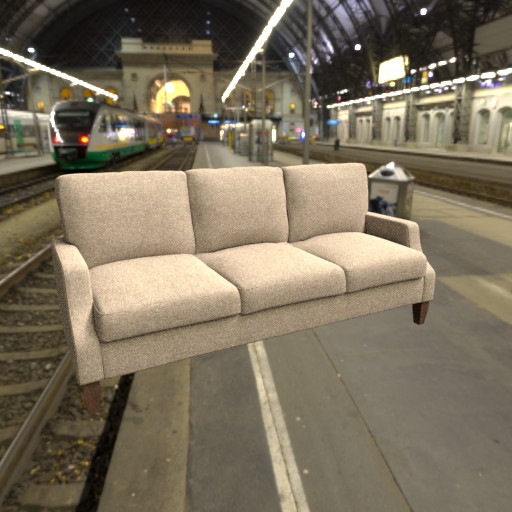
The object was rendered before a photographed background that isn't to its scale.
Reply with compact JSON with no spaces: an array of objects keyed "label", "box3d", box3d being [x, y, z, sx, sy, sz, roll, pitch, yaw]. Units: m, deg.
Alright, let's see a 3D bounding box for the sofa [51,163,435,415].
[{"label":"sofa","box3d":[0.000,0.000,2.584,2.115,0.984,0.888,-8,17,-27]}]
